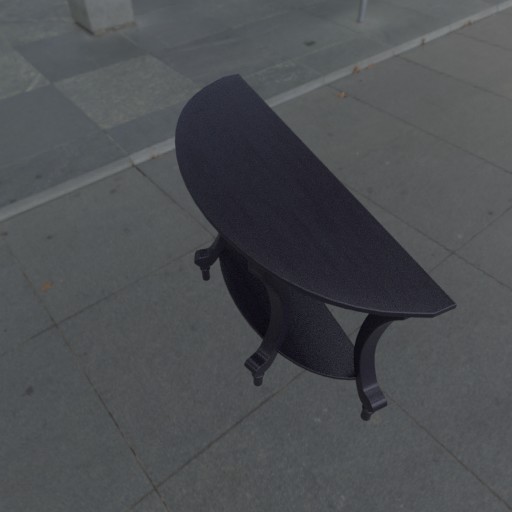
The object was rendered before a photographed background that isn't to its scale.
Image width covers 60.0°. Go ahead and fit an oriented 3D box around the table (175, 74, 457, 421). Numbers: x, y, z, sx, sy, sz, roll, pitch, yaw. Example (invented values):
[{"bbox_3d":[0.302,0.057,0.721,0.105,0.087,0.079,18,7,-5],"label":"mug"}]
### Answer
[{"bbox_3d":[0.000,0.000,1.509,0.394,0.692,1.198,-18,50,-16],"label":"table"}]
